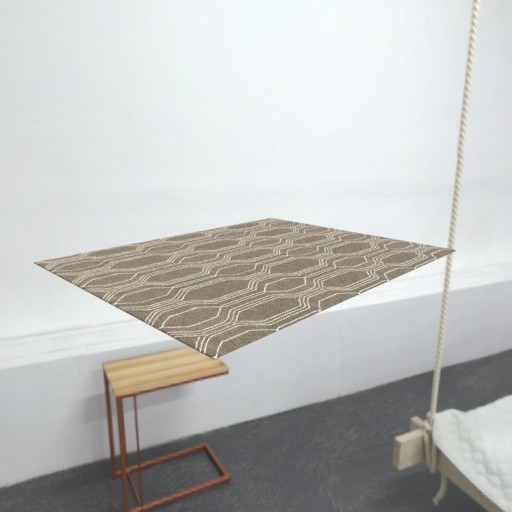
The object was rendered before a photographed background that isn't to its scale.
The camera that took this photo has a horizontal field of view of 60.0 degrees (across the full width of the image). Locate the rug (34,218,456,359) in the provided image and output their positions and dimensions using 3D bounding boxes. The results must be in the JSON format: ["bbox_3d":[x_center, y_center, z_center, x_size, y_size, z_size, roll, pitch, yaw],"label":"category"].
[{"bbox_3d":[0.000,0.000,4.096,2.457,0.012,3.062,15,21,43],"label":"rug"}]
